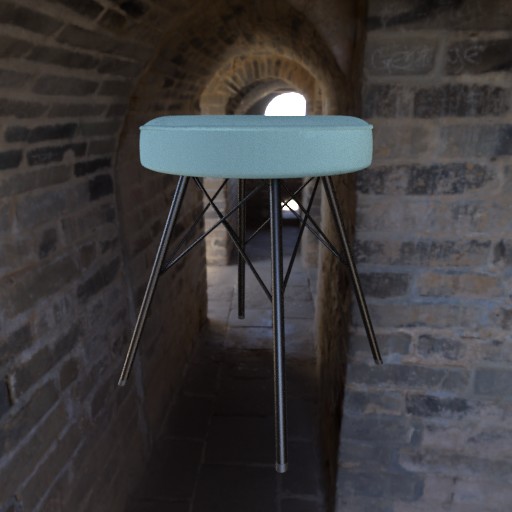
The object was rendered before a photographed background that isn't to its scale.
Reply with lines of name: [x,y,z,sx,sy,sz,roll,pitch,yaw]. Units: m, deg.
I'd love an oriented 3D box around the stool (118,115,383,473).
stool: [0.000,0.000,0.862,0.458,0.519,0.457,-16,23,-42]
